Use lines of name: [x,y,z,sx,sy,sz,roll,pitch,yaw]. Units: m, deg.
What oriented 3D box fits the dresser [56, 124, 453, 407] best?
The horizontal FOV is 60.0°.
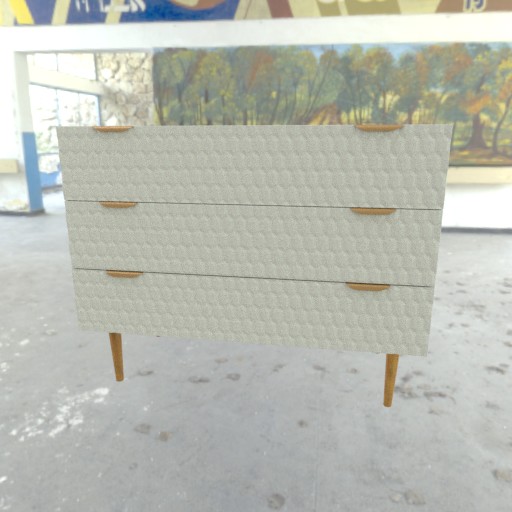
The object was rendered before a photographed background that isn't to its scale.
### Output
dresser: [0.000,0.000,1.297,0.905,0.721,0.457,2,15,9]
